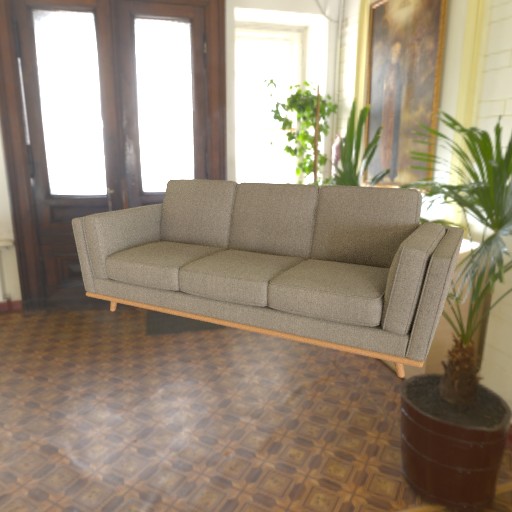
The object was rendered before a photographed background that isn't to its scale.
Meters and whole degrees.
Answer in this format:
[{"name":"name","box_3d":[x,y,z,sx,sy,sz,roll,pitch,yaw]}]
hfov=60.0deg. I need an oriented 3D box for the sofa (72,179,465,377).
[{"name":"sofa","box_3d":[0.000,0.000,2.849,2.362,0.899,0.903,7,15,27]}]
